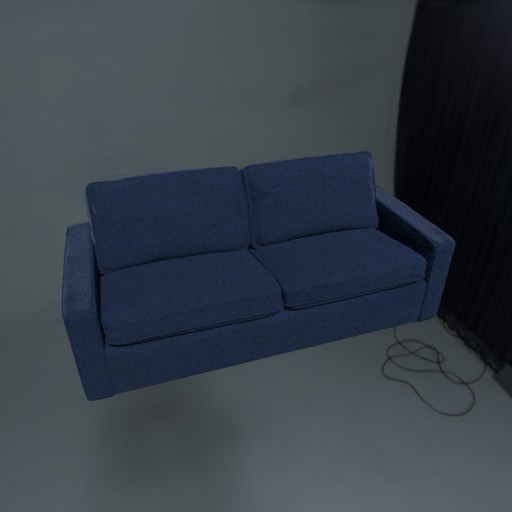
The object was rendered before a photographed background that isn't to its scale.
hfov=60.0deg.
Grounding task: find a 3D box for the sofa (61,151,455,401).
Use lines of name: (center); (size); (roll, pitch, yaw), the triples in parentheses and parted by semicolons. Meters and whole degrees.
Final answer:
sofa: (0.000, 0.000, 2.601); (2.080, 0.919, 0.940); (-10, 34, -15)
